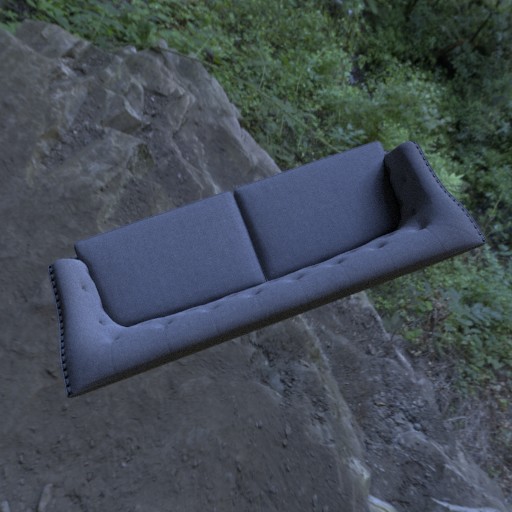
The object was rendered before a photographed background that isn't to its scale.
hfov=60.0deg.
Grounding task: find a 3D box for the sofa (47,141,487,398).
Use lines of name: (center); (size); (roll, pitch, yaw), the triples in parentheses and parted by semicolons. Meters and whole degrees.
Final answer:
sofa: (0.000, 0.000, 2.688); (2.235, 0.901, 0.914); (-20, 75, -5)
